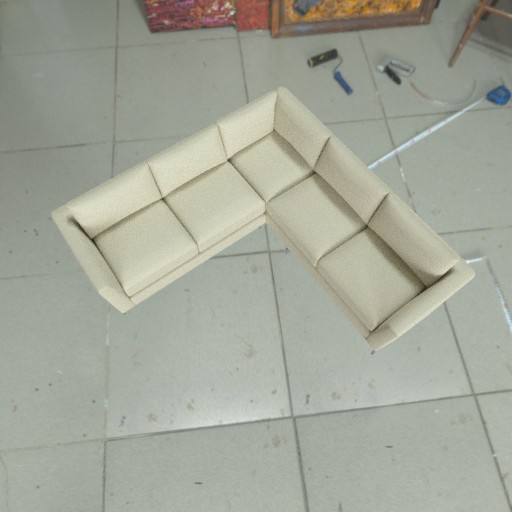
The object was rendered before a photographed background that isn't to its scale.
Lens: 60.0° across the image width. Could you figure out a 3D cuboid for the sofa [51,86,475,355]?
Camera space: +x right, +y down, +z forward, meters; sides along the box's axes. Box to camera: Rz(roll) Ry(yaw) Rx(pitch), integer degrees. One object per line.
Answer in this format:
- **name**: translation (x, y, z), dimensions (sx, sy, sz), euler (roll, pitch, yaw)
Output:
- **sofa**: translation (0.000, 0.000, 3.731), dimensions (2.430, 0.867, 2.448), euler (-33, 68, -15)
